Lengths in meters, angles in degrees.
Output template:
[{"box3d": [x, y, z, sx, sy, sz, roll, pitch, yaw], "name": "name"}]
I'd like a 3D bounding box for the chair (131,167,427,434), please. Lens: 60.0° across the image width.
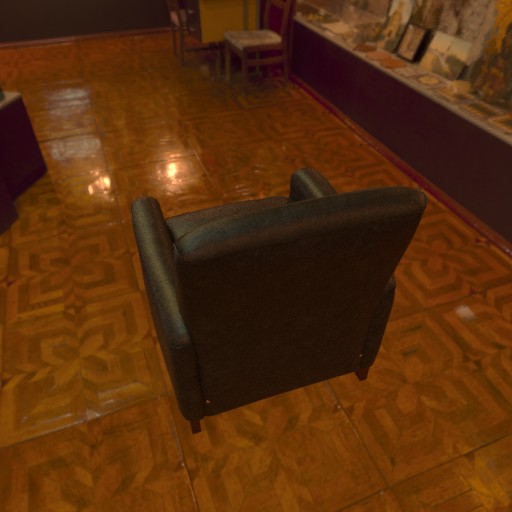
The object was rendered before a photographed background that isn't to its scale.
[{"box3d": [0.000, 0.000, 1.683, 0.848, 1.014, 0.864, -13, 43, -14], "name": "chair"}]
